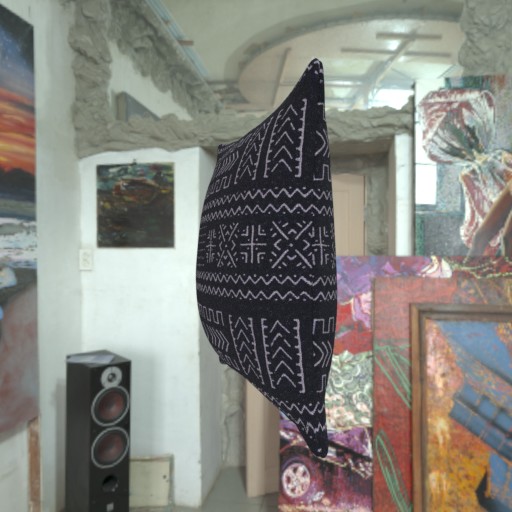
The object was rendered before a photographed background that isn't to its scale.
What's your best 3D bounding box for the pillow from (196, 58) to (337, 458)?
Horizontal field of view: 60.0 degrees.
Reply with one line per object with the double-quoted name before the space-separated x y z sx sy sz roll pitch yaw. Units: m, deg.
"pillow" 0.000 0.000 0.665 0.164 0.430 0.438 0 1 -18
